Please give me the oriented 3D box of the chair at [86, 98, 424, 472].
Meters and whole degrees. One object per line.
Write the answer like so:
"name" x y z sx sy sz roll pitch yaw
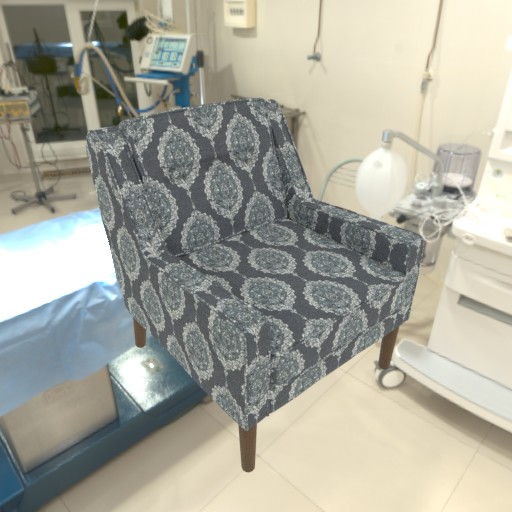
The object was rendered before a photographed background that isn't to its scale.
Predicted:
"chair" 0.000 0.000 1.329 0.663 0.792 0.743 -23 37 -33
